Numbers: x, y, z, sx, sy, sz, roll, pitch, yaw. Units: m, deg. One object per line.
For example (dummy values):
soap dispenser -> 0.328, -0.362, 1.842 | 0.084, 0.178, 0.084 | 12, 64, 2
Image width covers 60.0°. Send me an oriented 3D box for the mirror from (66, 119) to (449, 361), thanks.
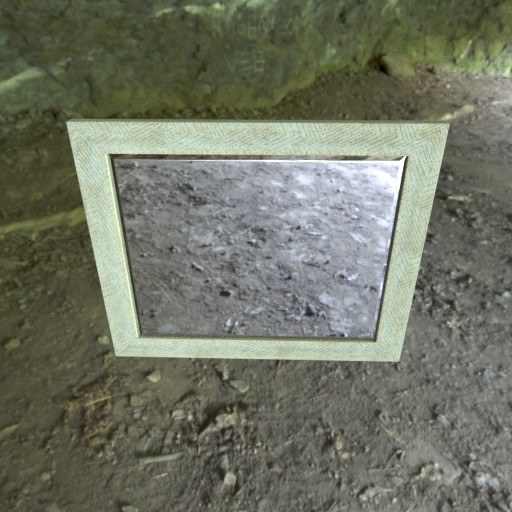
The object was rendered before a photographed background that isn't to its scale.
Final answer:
mirror -> 0.000, 0.000, 1.149 | 0.839, 0.689, 0.028 | 1, 30, 1
